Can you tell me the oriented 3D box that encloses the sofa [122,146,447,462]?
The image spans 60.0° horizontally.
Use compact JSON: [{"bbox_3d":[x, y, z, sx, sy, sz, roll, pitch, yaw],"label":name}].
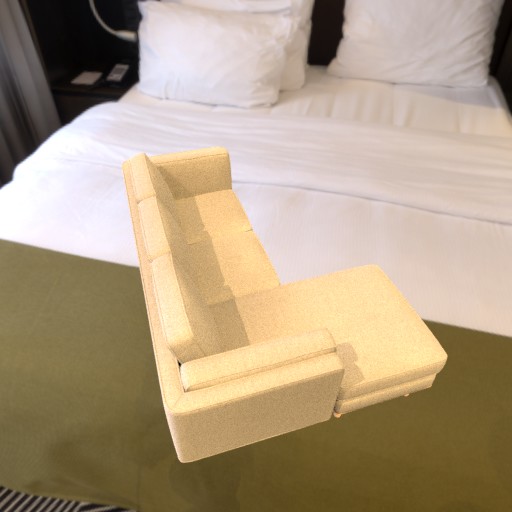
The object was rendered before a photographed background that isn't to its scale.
[{"bbox_3d":[0.000,0.000,3.168,1.604,0.929,2.411,-12,42,-13],"label":"sofa"}]
